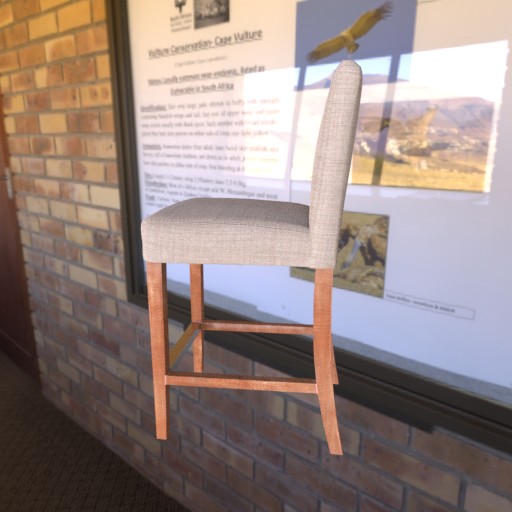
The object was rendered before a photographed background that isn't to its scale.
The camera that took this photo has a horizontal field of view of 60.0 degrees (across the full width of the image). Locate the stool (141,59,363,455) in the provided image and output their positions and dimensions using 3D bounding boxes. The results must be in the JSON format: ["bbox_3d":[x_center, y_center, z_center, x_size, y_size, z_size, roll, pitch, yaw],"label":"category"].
[{"bbox_3d":[0.000,0.000,1.354,0.567,1.039,0.454,2,15,8],"label":"stool"}]
